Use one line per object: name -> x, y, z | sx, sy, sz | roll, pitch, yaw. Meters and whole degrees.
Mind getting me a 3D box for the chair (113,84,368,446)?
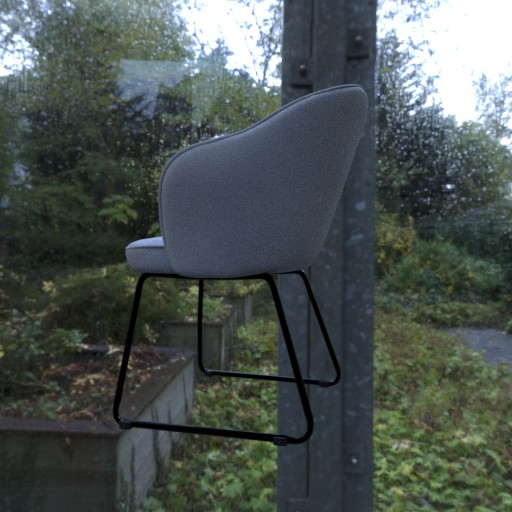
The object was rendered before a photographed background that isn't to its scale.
chair -> 0.000, 0.000, 1.207 | 0.592, 0.817, 0.570 | 0, 0, 17
